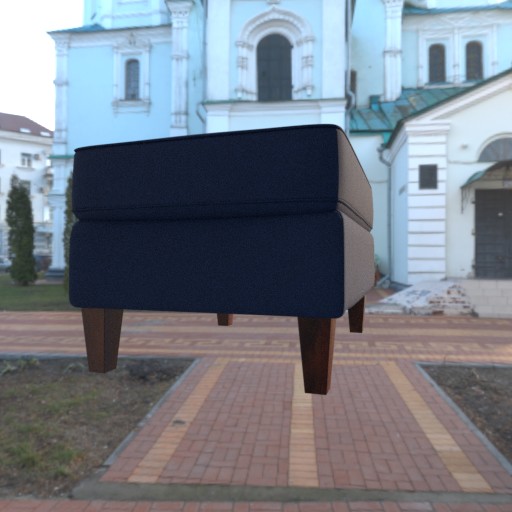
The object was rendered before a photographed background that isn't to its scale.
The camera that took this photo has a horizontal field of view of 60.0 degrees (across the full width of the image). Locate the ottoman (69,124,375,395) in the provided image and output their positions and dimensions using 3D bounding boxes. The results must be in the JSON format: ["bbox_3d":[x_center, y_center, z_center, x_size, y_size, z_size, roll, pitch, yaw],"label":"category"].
[{"bbox_3d":[0.000,0.000,1.422,0.686,0.584,0.965,0,0,19],"label":"ottoman"}]
